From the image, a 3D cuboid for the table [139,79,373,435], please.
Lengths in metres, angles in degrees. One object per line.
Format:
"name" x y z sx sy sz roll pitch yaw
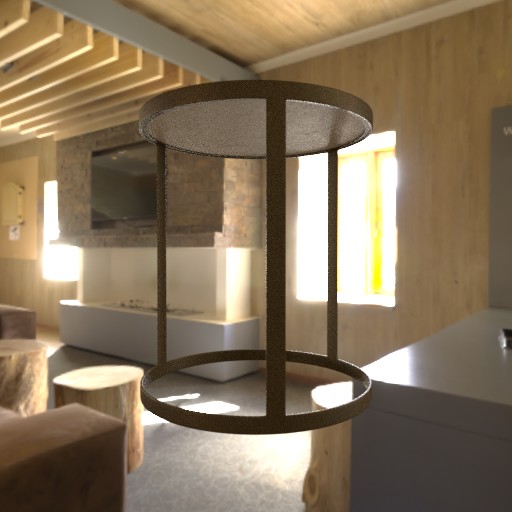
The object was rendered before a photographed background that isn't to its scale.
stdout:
"table" 0.000 0.000 0.944 0.480 0.565 0.480 0 1 0
